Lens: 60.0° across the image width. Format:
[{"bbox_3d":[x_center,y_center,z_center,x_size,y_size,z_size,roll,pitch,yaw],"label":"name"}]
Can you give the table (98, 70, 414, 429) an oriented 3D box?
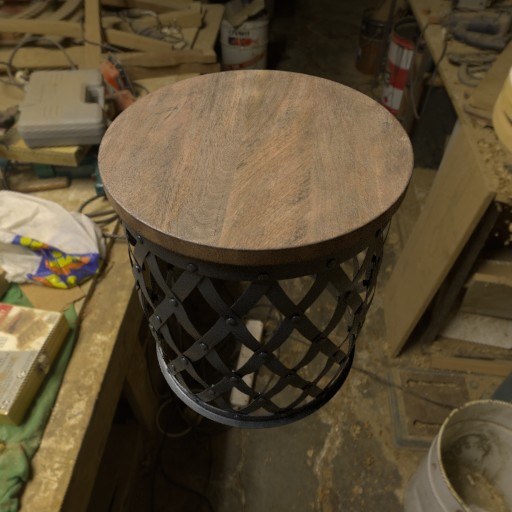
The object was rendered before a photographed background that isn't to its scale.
[{"bbox_3d":[0.000,0.000,0.748,0.405,0.454,0.405,0,47,0],"label":"table"}]
